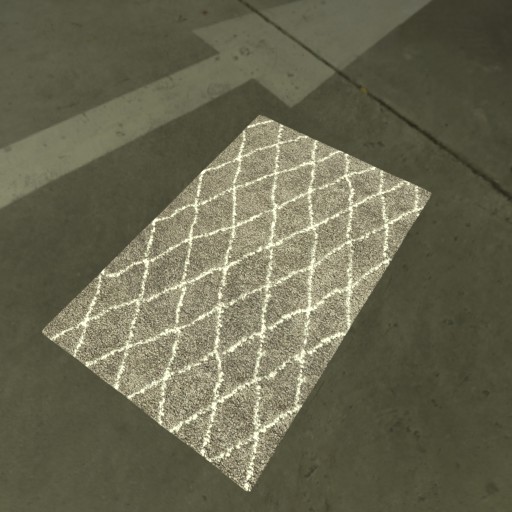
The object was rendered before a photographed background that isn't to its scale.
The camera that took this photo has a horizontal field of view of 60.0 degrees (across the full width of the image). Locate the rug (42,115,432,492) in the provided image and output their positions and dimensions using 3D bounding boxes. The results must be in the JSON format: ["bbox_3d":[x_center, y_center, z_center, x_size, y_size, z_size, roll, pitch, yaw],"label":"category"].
[{"bbox_3d":[0.000,0.000,3.448,1.778,0.030,2.743,30,62,18],"label":"rug"}]
